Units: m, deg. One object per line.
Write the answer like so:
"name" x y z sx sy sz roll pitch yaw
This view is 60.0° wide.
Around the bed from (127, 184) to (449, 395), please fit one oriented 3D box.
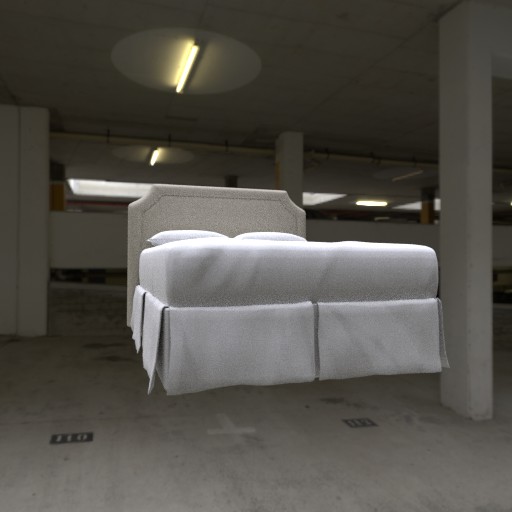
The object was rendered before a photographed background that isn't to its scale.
"bed" 0.000 0.000 3.171 1.693 1.290 2.116 0 -1 -18
